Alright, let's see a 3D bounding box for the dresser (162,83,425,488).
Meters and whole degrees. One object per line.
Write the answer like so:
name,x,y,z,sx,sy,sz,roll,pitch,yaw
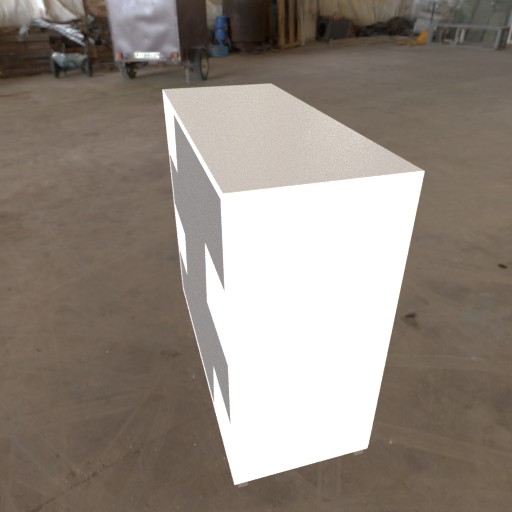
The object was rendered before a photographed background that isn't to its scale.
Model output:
dresser,0.000,0.000,1.636,0.460,1.000,1.100,-9,32,-14
